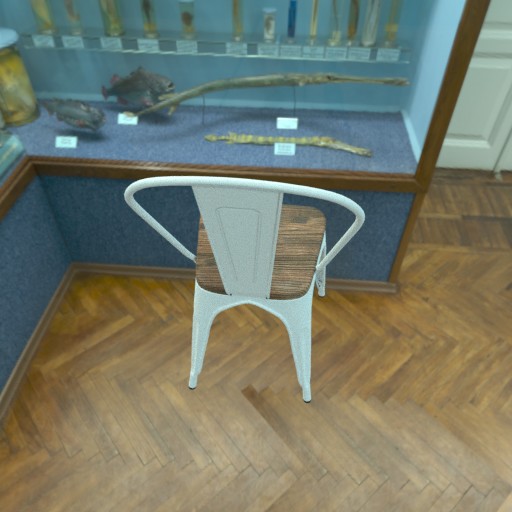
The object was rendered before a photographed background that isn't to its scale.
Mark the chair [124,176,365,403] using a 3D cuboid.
[{"bbox_3d":[0.000,0.000,1.193,0.452,0.851,0.521,5,45,5],"label":"chair"}]
